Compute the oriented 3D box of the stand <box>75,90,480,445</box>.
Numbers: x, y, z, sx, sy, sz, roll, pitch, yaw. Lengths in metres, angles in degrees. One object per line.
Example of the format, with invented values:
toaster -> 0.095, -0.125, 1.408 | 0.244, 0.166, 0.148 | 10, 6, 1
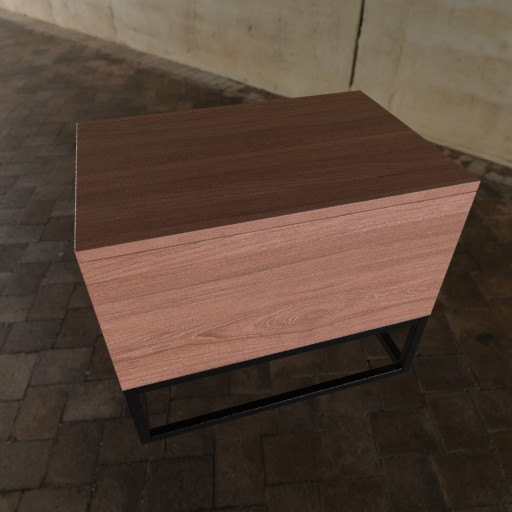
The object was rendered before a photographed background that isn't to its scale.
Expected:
stand -> 0.000, 0.000, 0.935 | 0.600, 0.500, 0.420 | -11, 42, -13
